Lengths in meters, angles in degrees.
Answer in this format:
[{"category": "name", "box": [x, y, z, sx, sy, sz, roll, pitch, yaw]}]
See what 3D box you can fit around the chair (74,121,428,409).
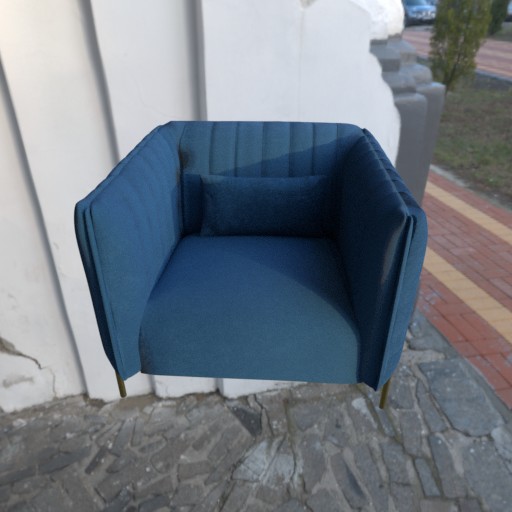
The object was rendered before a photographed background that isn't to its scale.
[{"category": "chair", "box": [0.000, 0.000, 1.620, 0.947, 0.793, 0.877, 2, 31, 3]}]
